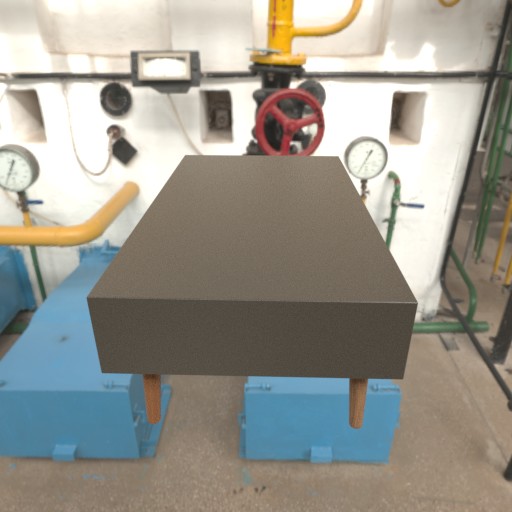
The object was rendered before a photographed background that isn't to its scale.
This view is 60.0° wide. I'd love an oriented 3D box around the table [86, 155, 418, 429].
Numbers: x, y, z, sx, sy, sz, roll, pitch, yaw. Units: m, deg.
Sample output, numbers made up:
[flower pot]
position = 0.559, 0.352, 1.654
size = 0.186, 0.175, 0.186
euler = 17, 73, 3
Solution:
[table]
position = 0.000, 0.000, 1.546
size = 0.703, 0.404, 1.201
euler = 1, 27, 2
